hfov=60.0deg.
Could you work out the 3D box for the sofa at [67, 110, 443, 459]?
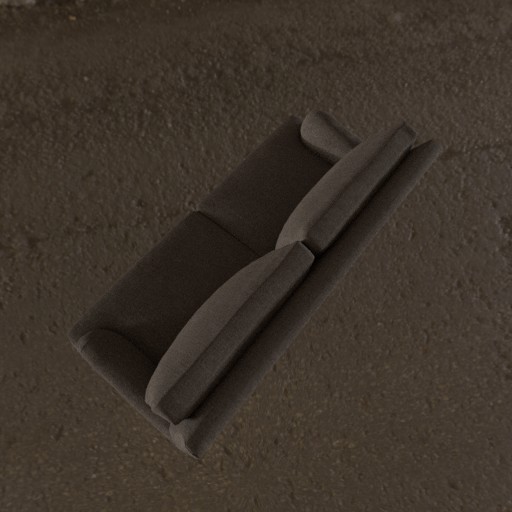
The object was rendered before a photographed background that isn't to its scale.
[{"bbox_3d":[0.000,0.000,2.702,1.087,1.054,2.160,36,68,17],"label":"sofa"}]
